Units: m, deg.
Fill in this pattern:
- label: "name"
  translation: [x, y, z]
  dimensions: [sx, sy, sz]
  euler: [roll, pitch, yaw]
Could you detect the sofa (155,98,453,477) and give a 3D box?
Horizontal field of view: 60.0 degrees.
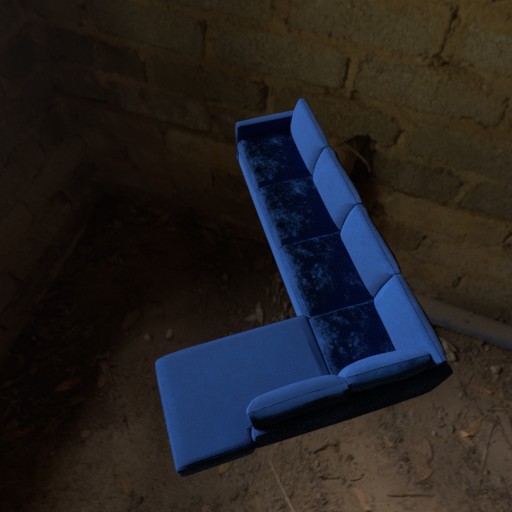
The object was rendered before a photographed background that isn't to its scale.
- label: "sofa"
  translation: [0.000, 0.000, 3.223]
  dimensions: [1.707, 0.687, 2.486]
  euler: [-14, 59, -9]
